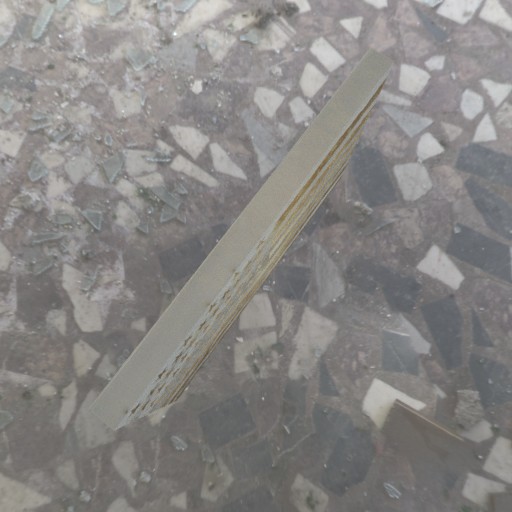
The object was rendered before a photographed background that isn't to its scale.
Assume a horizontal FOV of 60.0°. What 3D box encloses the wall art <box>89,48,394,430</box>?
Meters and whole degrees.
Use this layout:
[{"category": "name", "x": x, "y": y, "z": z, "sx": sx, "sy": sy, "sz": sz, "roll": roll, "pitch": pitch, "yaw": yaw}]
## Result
[{"category": "wall art", "x": 0.000, "y": 0.000, "z": 0.767, "sx": 0.041, "sy": 0.407, "sz": 0.606, "roll": 35, "pitch": 79, "yaw": 8}]
